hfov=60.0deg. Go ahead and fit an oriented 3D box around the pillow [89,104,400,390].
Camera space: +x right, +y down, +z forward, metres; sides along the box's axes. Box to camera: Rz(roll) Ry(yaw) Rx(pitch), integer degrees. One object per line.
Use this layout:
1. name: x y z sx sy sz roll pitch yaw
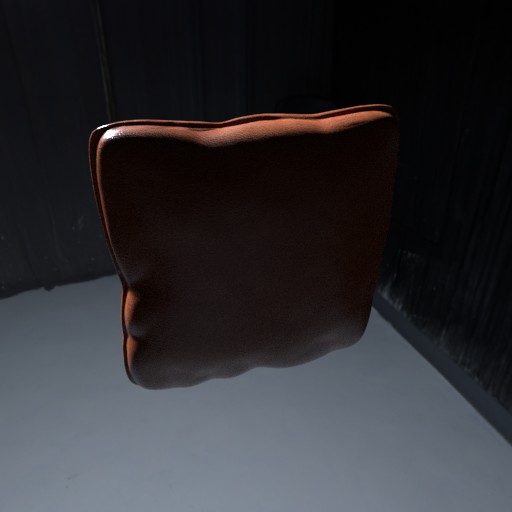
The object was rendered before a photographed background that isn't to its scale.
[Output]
1. pillow: 0.000 0.000 0.830 0.532 0.523 0.236 -9 30 -16
